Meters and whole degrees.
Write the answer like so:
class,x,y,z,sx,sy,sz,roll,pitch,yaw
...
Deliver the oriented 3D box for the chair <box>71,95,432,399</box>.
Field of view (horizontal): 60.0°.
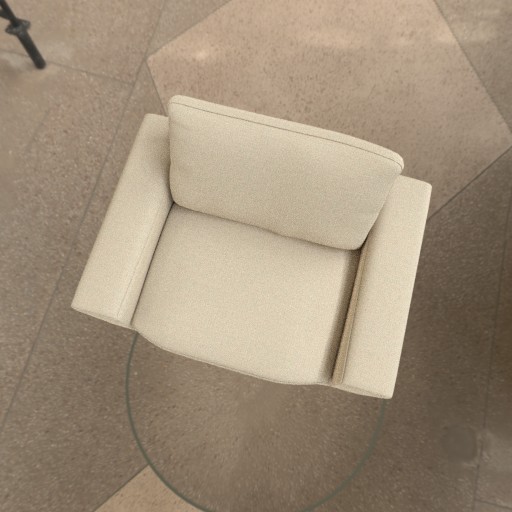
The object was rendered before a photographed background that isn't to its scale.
class,x,y,z,sx,sy,sz,roll,pitch,yaw
chair,0.000,0.000,2.042,1.398,0.915,1.039,15,75,4
